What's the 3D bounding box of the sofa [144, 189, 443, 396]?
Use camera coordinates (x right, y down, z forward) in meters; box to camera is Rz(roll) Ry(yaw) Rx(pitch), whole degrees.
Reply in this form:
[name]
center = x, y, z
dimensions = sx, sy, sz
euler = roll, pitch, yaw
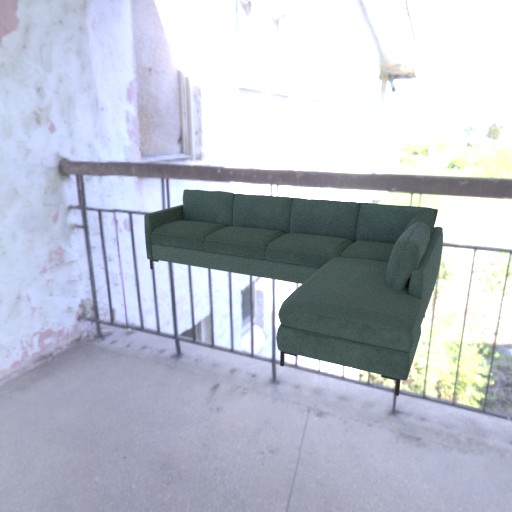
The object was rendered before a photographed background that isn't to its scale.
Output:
[sofa]
center = 0.000, 0.000, 3.310
dimensions = 2.486, 0.687, 1.707
euler = 8, 18, 26
